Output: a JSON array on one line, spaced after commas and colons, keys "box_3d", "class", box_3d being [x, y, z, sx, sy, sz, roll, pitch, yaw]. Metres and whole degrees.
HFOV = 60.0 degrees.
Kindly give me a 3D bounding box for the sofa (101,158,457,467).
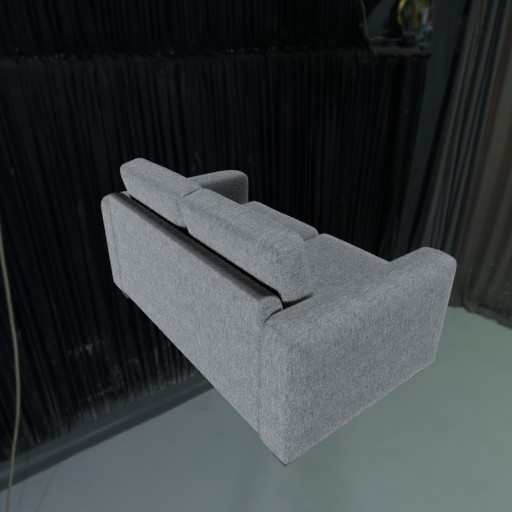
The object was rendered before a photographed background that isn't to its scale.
[{"box_3d": [0.000, 0.000, 2.072, 0.900, 0.800, 1.520, -19, 33, -33], "class": "sofa"}]
